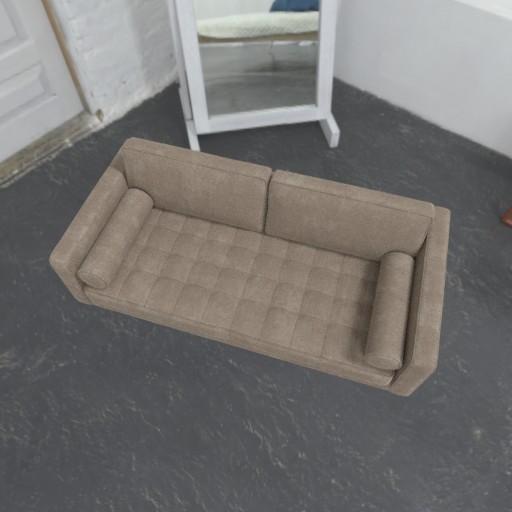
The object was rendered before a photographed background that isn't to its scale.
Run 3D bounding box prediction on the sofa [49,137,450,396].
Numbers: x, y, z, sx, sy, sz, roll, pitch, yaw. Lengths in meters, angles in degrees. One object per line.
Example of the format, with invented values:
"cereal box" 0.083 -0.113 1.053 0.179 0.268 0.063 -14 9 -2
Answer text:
"sofa" 0.000 0.000 2.365 1.883 0.769 0.920 14 58 9
